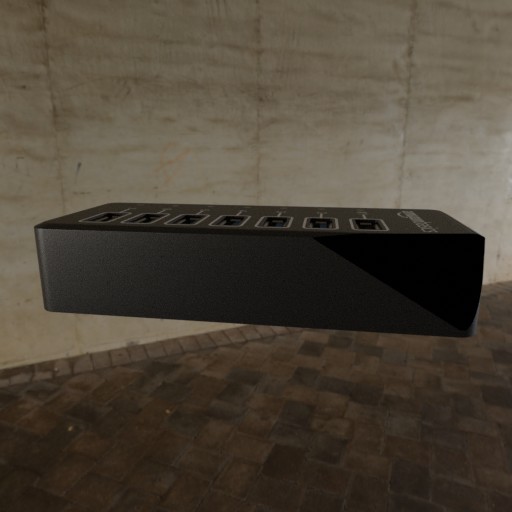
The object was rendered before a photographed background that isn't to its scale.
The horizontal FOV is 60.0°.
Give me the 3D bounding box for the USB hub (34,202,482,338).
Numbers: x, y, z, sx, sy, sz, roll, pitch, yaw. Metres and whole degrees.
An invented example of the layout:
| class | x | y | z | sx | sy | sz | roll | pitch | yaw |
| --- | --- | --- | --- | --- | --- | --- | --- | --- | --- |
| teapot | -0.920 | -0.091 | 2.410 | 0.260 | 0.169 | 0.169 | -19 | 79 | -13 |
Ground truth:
| class | x | y | z | sx | sy | sz | roll | pitch | yaw |
| --- | --- | --- | --- | --- | --- | --- | --- | --- | --- |
| USB hub | 0.000 | 0.000 | 0.126 | 0.110 | 0.023 | 0.044 | 2 | 15 | 9 |
